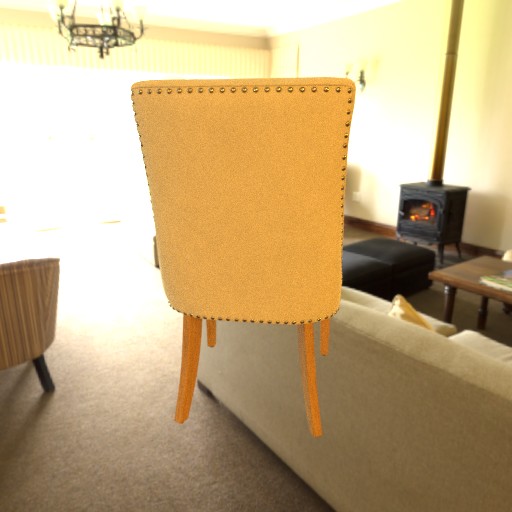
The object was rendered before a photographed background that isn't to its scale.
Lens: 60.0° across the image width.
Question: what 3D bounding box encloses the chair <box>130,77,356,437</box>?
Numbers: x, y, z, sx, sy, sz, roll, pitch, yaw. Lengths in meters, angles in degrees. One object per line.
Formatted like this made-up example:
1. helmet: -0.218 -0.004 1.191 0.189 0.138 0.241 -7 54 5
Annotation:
1. chair: 0.000 0.000 1.269 0.495 0.902 0.610 2 17 8
